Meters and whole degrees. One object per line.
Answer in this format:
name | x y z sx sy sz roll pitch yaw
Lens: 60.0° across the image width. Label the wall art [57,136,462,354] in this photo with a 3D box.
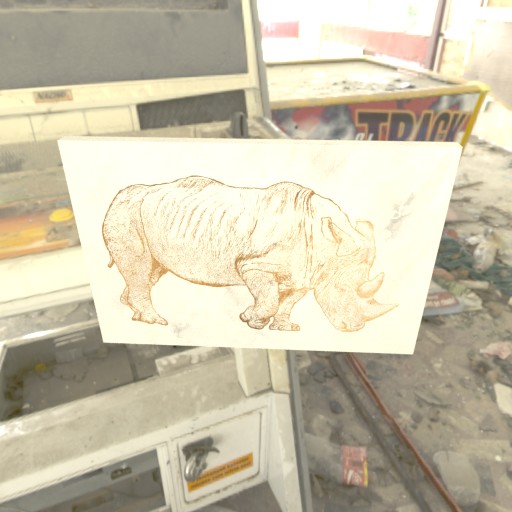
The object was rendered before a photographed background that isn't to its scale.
wall art | 0.000 0.000 1.171 0.915 0.610 0.038 2 31 3
